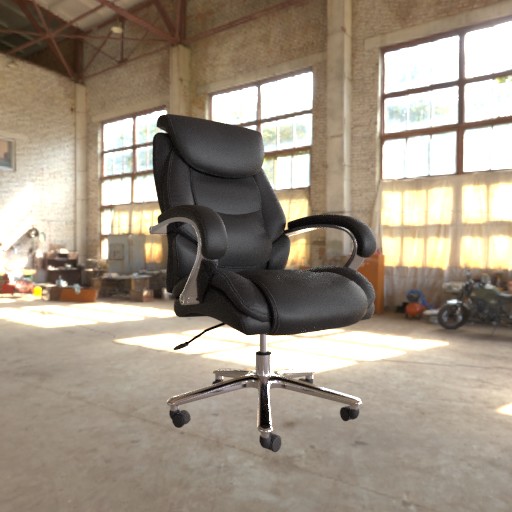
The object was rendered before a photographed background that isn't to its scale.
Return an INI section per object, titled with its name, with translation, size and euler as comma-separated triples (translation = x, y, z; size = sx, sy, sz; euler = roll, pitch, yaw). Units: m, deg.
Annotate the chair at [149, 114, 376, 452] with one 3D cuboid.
[chair]
translation = 0.000, 0.000, 1.706
size = 0.755, 1.183, 0.790
euler = -1, 1, -36
